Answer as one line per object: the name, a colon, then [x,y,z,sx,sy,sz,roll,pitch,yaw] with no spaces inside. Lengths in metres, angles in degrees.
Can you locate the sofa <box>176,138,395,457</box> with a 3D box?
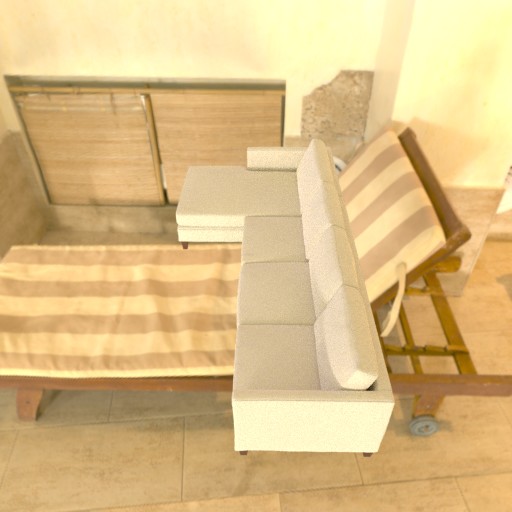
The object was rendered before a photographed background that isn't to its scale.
sofa: [0.000,0.000,3.873,1.625,0.846,3.186,1,40,1]
